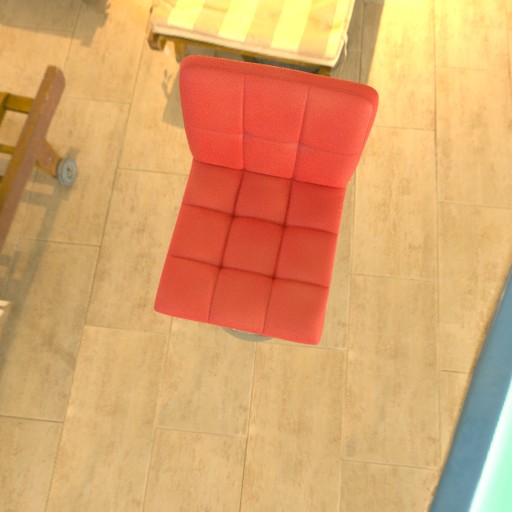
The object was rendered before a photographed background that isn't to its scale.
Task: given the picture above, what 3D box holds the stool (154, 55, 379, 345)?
[{"bbox_3d":[0.000,0.000,1.358,0.430,1.115,0.505,11,74,3],"label":"stool"}]
